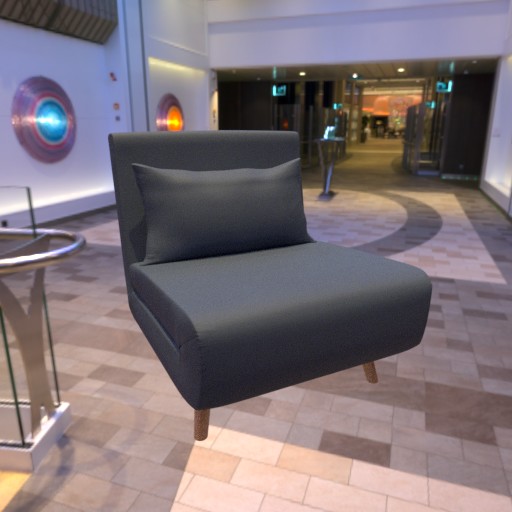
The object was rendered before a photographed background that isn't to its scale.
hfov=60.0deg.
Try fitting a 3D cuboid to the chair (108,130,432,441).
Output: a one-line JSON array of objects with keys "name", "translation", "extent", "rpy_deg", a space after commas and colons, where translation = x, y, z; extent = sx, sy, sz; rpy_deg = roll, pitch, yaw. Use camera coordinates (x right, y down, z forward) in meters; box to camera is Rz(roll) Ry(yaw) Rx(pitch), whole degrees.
[{"name": "chair", "translation": [0.000, 0.000, 1.493], "extent": [0.770, 0.808, 0.900], "rpy_deg": [-8, 18, -26]}]
